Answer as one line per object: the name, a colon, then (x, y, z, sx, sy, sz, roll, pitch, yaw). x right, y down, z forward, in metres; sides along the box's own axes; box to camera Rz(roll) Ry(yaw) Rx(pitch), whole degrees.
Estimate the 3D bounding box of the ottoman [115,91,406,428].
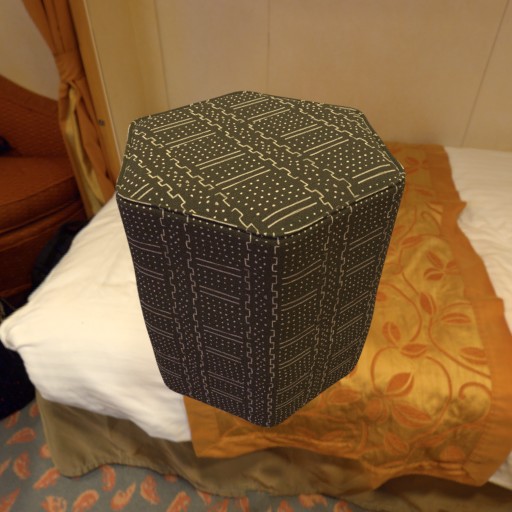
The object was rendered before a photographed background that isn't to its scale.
ottoman: (0.000, 0.000, 0.888, 0.494, 0.502, 0.443, -26, 47, -27)
